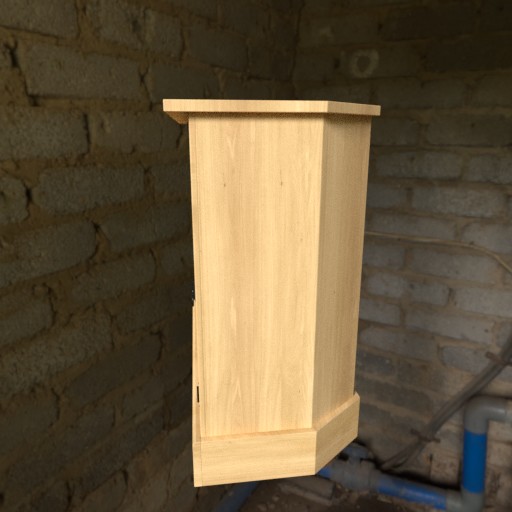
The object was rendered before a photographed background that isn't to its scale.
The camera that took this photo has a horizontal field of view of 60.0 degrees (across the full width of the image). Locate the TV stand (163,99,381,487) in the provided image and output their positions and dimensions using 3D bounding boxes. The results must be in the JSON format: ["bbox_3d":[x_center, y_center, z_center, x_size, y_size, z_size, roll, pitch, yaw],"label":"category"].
[{"bbox_3d":[0.000,0.000,1.267,0.425,0.781,0.851,-2,15,-8],"label":"TV stand"}]
